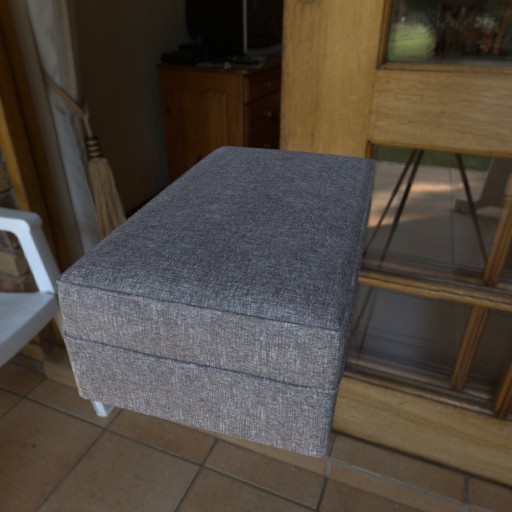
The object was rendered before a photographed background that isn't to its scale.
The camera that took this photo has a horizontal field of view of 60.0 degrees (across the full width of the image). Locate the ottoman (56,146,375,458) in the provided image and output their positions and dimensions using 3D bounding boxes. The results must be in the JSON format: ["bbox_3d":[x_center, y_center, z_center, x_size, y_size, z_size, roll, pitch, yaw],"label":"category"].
[{"bbox_3d":[0.000,0.000,1.538,0.717,0.487,1.184,8,31,14],"label":"ottoman"}]
